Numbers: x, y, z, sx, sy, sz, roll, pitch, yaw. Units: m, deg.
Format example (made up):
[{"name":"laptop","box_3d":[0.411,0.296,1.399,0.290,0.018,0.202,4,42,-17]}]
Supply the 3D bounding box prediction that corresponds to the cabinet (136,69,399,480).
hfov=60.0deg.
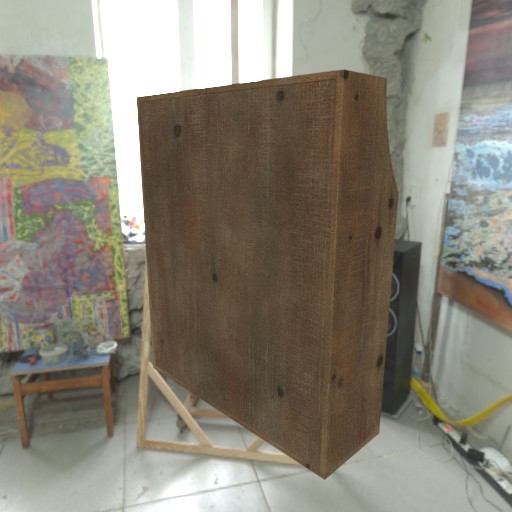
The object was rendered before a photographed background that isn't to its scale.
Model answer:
[{"name":"cabinet","box_3d":[0.000,0.000,0.841,0.184,0.590,0.489,-14,20,-43]}]
